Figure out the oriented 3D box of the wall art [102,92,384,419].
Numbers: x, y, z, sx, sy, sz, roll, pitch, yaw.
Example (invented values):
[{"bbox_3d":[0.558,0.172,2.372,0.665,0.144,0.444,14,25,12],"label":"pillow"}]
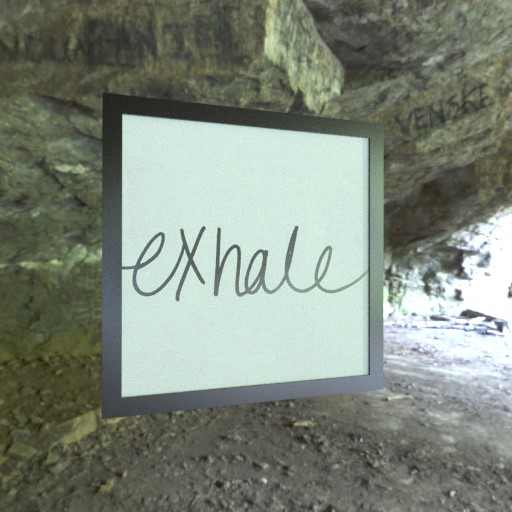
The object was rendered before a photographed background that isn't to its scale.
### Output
[{"bbox_3d":[0.000,0.000,0.679,0.446,0.445,0.014,0,0,-18],"label":"wall art"}]
